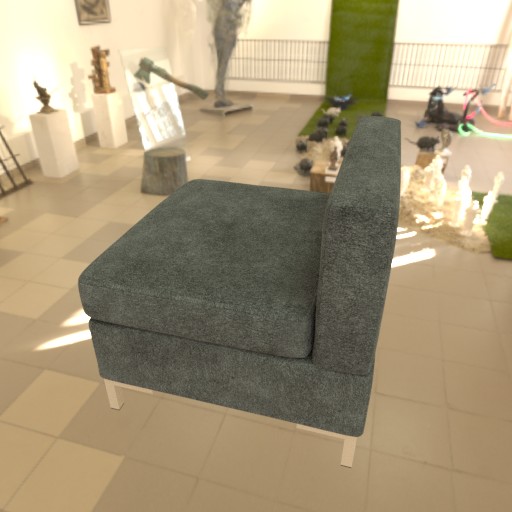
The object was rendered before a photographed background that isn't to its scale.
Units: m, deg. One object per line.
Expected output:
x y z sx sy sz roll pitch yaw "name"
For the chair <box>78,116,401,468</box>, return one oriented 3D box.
0.000 0.000 1.203 0.680 0.660 0.680 8 31 14 "chair"
